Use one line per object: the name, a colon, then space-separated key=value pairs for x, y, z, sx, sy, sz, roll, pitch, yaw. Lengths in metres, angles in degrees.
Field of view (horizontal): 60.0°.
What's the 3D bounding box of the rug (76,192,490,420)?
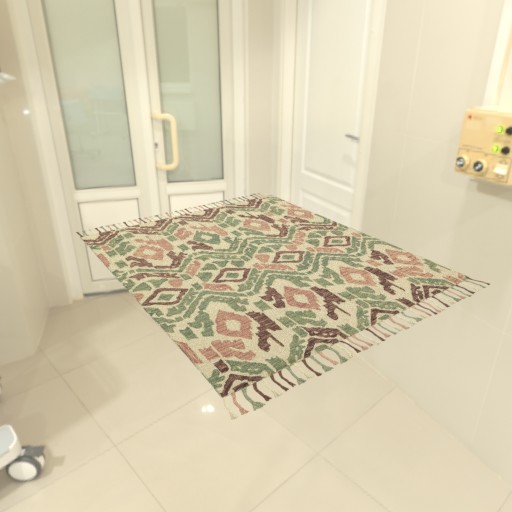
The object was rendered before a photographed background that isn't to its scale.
rug: x=0.000 y=0.000 z=3.997 sx=2.438 sy=0.010 sz=3.048 roll=-17 pitch=30 yaw=-31
